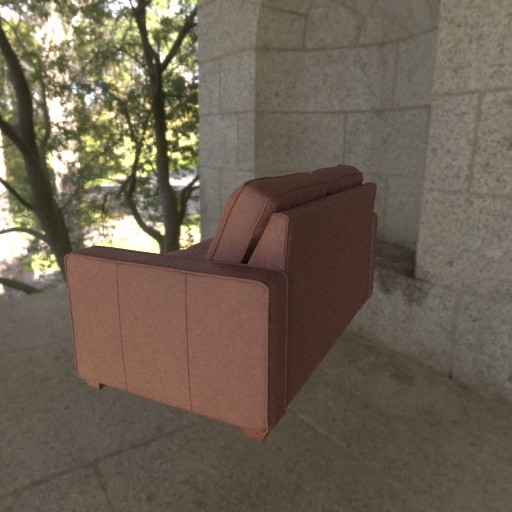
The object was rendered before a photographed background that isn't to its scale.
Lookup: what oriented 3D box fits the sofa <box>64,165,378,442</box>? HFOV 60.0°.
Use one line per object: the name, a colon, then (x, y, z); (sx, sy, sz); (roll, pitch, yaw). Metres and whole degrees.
sofa: (0.000, 0.000, 2.357); (0.947, 0.918, 1.709); (7, 16, 25)
